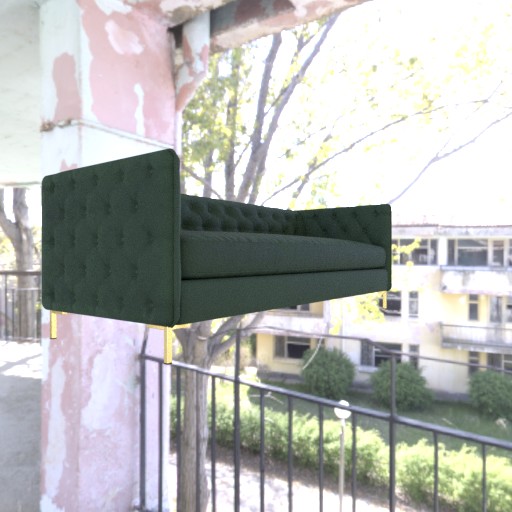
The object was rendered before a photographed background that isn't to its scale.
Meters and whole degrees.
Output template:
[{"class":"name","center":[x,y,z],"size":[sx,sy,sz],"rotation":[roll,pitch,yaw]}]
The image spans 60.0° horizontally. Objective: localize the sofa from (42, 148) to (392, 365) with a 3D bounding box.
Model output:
[{"class":"sofa","center":[0.000,0.000,2.654],"size":[0.895,0.771,2.209],"rotation":[0,0,37]}]
